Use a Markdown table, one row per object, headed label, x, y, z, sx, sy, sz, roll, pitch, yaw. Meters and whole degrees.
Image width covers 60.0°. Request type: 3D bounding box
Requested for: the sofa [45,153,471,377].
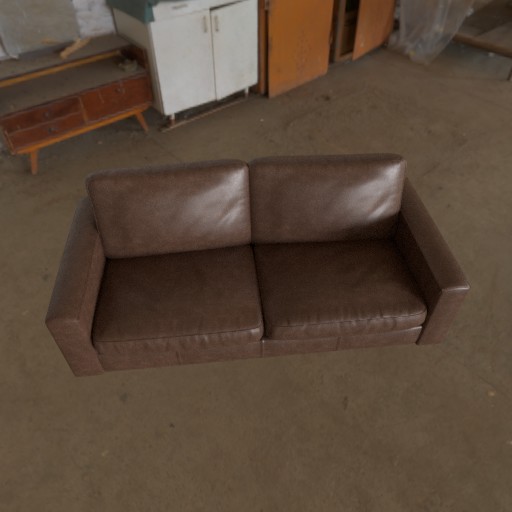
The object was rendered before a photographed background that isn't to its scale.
| label | x | y | z | sx | sy | sz | roll | pitch | yaw |
| --- | --- | --- | --- | --- | --- | --- | --- | --- | --- |
| sofa | 0.000 | 0.000 | 2.641 | 2.179 | 0.873 | 1.016 | -4 | 46 | -4 |
